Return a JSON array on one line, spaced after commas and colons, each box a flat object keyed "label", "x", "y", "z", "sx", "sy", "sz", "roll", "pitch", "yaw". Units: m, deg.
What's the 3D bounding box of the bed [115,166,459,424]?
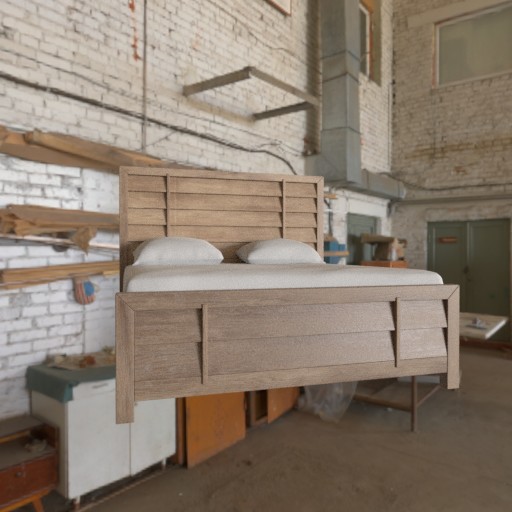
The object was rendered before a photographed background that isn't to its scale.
[{"label": "bed", "x": 0.000, "y": 0.000, "z": 3.418, "sx": 2.032, "sy": 1.626, "sz": 2.032, "roll": 0, "pitch": 1, "yaw": -17}]
